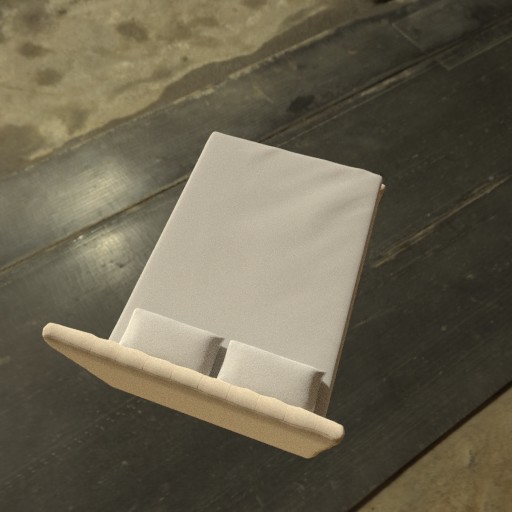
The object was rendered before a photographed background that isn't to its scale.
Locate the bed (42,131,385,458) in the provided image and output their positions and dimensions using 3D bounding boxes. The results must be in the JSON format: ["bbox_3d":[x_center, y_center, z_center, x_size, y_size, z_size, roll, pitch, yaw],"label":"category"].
[{"bbox_3d":[0.000,0.000,3.398,1.698,1.427,2.387,17,65,8],"label":"bed"}]
